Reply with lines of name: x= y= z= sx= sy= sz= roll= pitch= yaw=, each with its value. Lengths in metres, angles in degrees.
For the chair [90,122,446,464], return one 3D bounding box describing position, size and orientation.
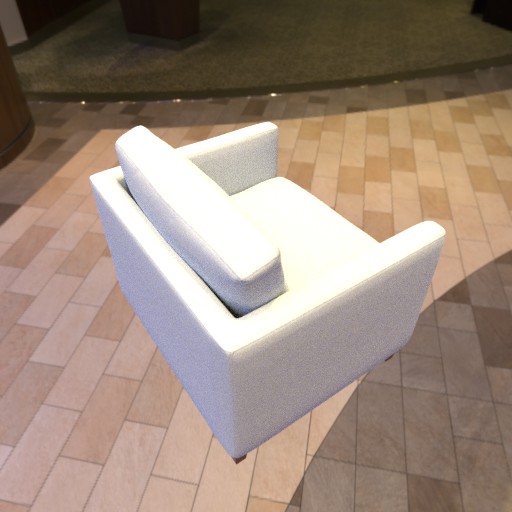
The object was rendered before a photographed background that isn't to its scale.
chair: x=0.000 y=0.000 z=1.853 sx=0.953 sy=0.961 sz=1.107 roll=-25 pitch=47 yaw=-25
